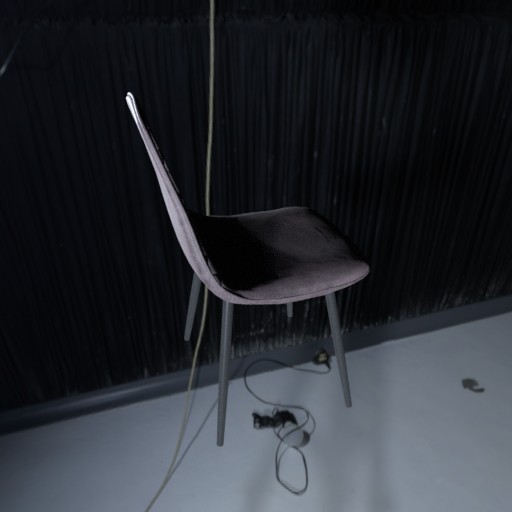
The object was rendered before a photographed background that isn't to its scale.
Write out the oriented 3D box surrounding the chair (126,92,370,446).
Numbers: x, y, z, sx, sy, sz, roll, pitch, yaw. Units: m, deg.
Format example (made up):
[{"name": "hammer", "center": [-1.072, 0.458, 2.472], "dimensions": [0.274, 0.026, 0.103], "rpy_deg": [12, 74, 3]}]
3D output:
[{"name": "chair", "center": [0.000, 0.000, 1.229], "dimensions": [0.561, 0.889, 0.472], "rpy_deg": [-10, 33, -16]}]
